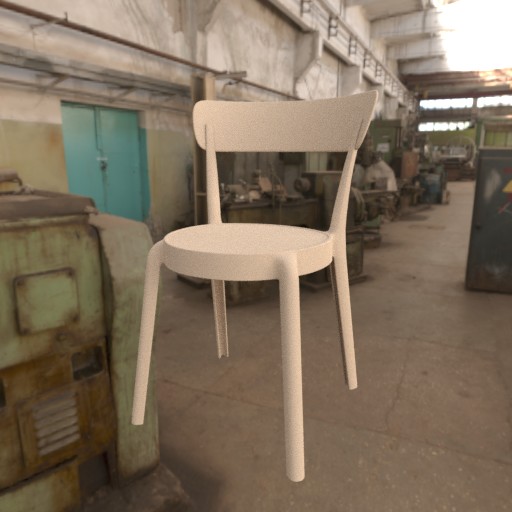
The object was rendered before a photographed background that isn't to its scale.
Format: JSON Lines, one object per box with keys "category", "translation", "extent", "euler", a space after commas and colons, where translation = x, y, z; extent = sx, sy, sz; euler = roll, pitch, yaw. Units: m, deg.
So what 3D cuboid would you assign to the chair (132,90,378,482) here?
{"category": "chair", "translation": [0.000, 0.000, 1.107], "extent": [0.506, 0.790, 0.491], "euler": [7, 15, 26]}
